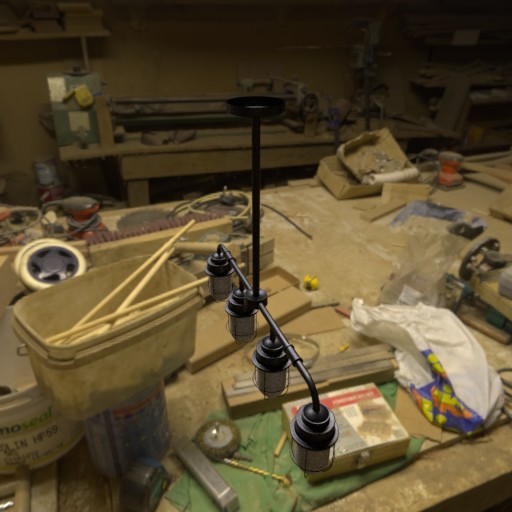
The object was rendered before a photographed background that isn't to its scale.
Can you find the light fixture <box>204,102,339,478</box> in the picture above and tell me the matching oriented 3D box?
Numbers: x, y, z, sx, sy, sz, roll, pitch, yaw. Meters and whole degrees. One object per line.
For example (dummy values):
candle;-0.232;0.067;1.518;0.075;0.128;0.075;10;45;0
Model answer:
light fixture;0.000;0.000;1.173;0.131;0.785;0.852;-11;31;-18
